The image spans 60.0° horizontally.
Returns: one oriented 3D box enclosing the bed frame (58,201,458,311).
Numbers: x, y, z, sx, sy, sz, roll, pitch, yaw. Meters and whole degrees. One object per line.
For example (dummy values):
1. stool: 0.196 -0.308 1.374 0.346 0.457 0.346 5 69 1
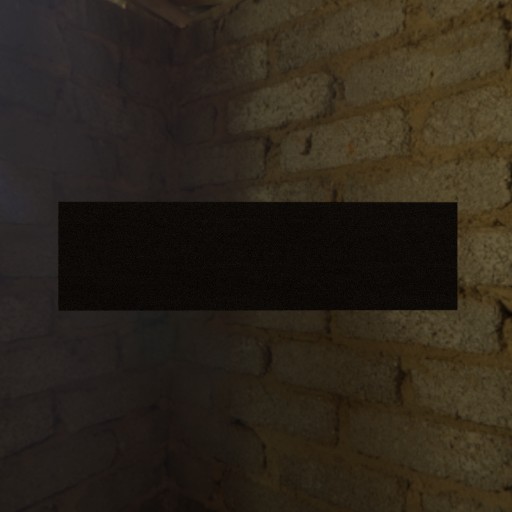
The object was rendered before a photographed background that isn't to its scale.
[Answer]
1. bed frame: 0.000 0.000 2.578 1.448 0.459 1.944 0 0 -1
